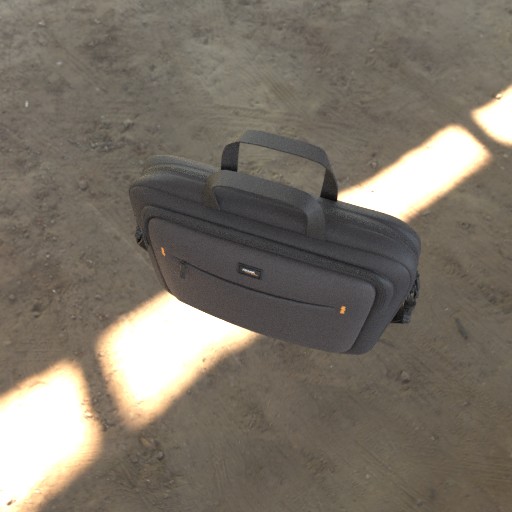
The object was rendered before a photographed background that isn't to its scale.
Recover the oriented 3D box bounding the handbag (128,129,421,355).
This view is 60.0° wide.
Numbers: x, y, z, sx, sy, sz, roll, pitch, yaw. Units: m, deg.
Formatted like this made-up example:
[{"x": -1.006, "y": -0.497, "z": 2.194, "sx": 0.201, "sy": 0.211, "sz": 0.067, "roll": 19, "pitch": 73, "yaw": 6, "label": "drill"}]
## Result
[{"x": 0.000, "y": 0.000, "z": 0.579, "sx": 0.429, "sy": 0.330, "sz": 0.126, "roll": 17, "pitch": 60, "yaw": 10, "label": "handbag"}]
